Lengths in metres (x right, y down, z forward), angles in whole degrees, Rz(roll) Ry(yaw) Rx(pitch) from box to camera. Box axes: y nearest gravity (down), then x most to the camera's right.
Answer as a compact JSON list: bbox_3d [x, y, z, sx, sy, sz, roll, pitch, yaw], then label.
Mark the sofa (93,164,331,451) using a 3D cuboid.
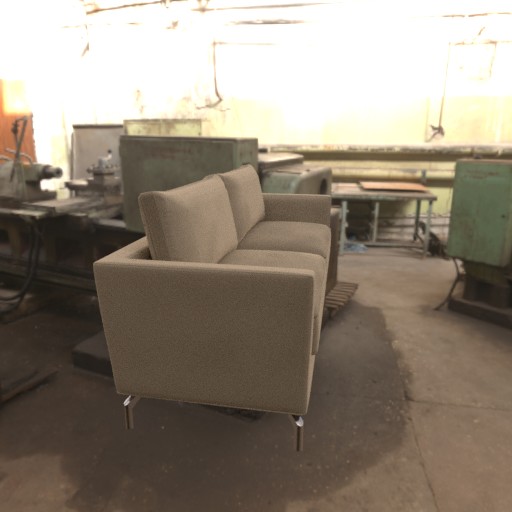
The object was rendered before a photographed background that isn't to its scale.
[{"bbox_3d":[0.000,0.000,2.721,0.868,1.005,2.214,3,16,10],"label":"sofa"}]
